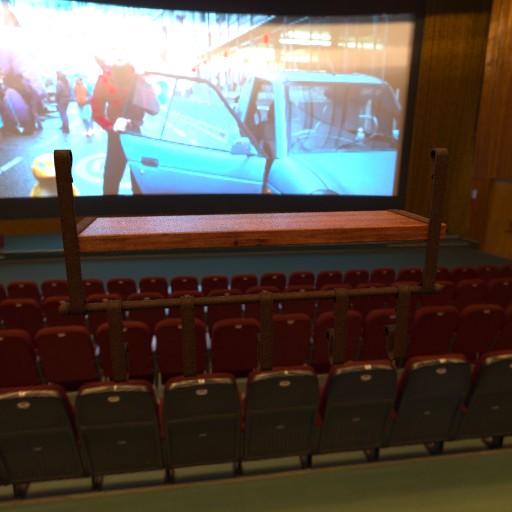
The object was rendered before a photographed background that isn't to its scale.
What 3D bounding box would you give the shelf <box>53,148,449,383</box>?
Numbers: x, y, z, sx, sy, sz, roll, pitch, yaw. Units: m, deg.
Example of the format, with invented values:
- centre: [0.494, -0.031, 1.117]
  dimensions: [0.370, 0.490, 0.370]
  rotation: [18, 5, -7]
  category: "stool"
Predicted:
- centre: [0.000, 0.000, 0.698]
  dimensions: [0.567, 0.330, 0.146]
  rotation: [-2, 15, -9]
  category: "shelf"
